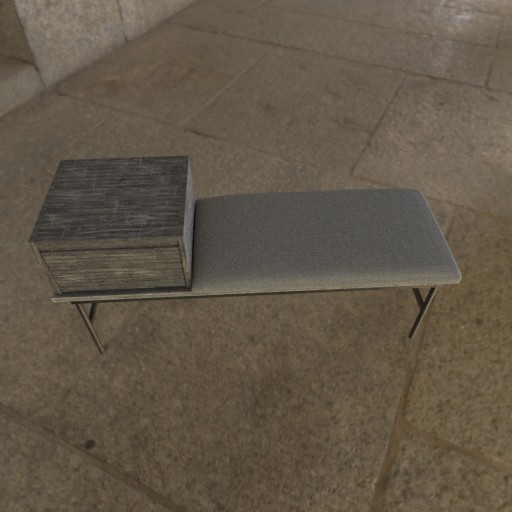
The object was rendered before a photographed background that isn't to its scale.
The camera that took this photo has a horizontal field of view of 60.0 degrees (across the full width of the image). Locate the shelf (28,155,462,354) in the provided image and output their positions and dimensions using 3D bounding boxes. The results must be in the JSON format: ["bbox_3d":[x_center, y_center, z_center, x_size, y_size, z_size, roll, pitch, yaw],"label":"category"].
[{"bbox_3d":[0.000,0.000,1.650,1.342,0.633,0.457,-2,48,-2],"label":"shelf"}]
